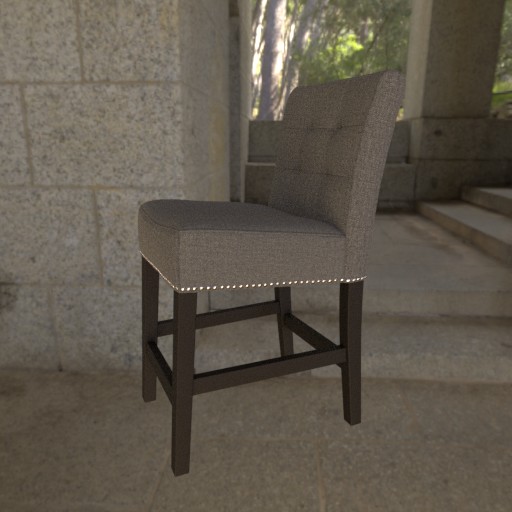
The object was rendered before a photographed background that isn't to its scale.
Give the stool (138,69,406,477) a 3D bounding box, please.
[{"bbox_3d":[0.000,0.000,1.151,0.571,0.885,0.427,-7,17,-25],"label":"stool"}]
